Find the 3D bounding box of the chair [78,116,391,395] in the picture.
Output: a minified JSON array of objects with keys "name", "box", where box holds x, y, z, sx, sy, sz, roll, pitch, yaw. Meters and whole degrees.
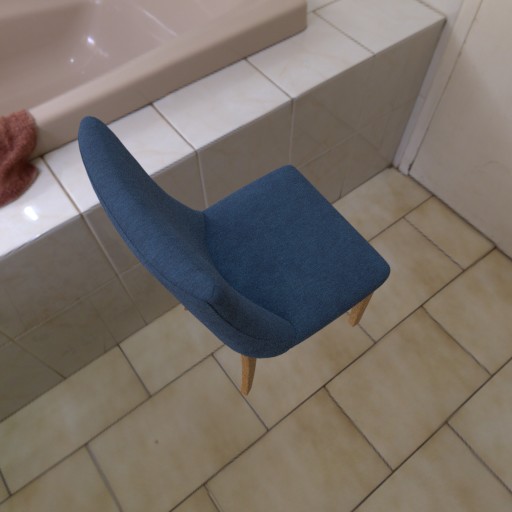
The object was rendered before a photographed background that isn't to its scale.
[{"name":"chair","box":[0.000,0.000,1.213,0.609,0.902,0.495,-31,64,-17]}]
